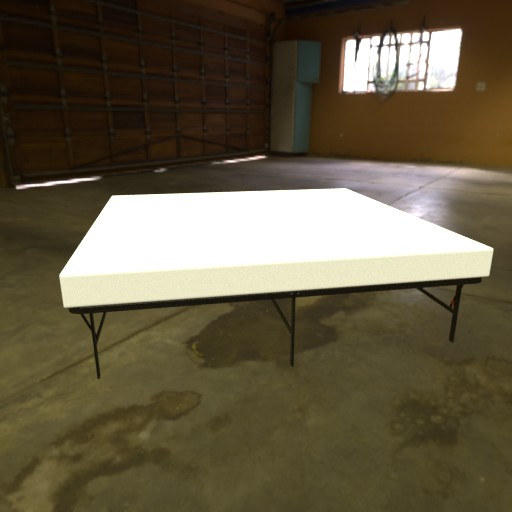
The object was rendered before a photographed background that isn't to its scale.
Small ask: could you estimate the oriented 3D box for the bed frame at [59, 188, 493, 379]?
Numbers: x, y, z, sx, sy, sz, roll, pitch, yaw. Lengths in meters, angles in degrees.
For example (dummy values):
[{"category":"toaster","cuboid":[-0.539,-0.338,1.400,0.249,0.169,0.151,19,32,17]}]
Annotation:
[{"category":"bed frame","cuboid":[0.000,0.000,3.000,2.032,0.559,1.930,-3,18,-10]}]
